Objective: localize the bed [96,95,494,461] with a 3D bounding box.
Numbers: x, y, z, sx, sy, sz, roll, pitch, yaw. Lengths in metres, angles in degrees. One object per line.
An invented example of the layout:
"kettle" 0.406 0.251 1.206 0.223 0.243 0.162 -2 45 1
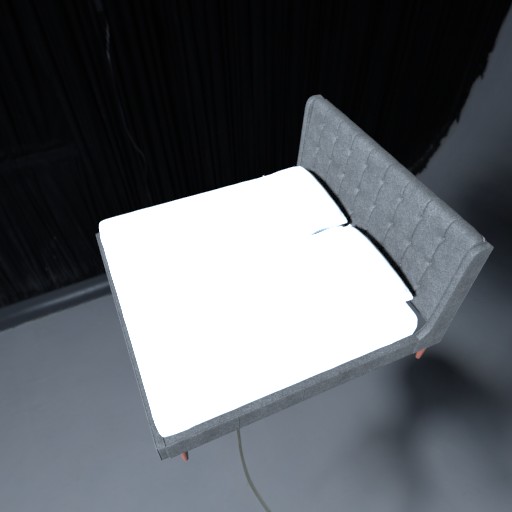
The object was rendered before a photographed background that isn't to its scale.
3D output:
"bed" 0.000 0.000 2.536 1.638 0.933 1.531 -18 49 -16
